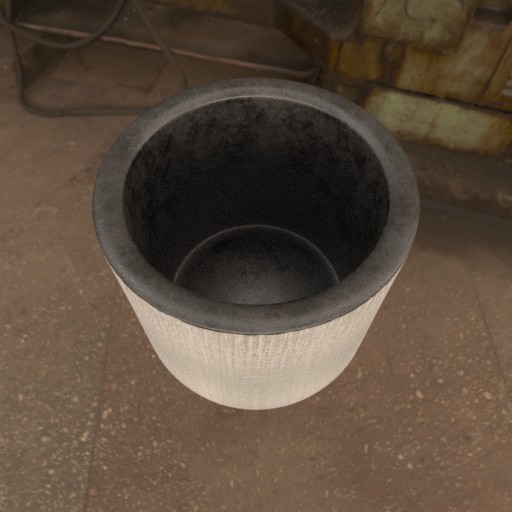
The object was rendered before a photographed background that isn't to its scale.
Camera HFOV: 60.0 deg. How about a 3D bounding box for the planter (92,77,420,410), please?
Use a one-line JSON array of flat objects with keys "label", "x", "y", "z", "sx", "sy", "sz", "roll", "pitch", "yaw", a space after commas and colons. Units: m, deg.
[{"label": "planter", "x": 0.000, "y": 0.000, "z": 0.216, "sx": 0.125, "sy": 0.112, "sz": 0.125, "roll": 0, "pitch": 59, "yaw": 0}]
